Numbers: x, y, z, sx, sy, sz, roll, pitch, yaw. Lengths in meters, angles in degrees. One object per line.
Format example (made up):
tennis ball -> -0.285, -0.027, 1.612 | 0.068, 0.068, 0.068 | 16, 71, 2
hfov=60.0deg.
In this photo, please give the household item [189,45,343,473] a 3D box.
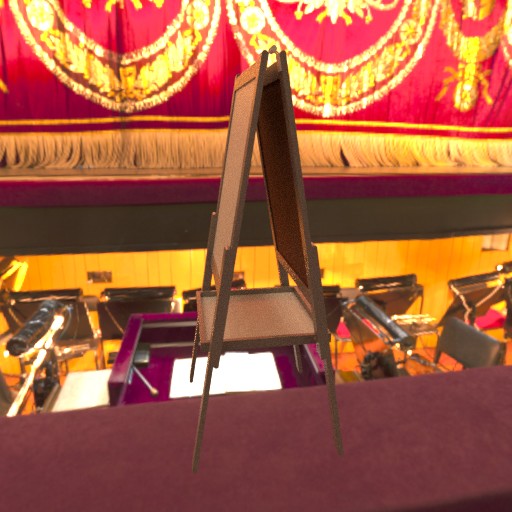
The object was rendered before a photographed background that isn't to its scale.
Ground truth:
household item -> 0.000, 0.000, 1.442 | 0.469, 1.172, 0.531 | -3, 16, -9
